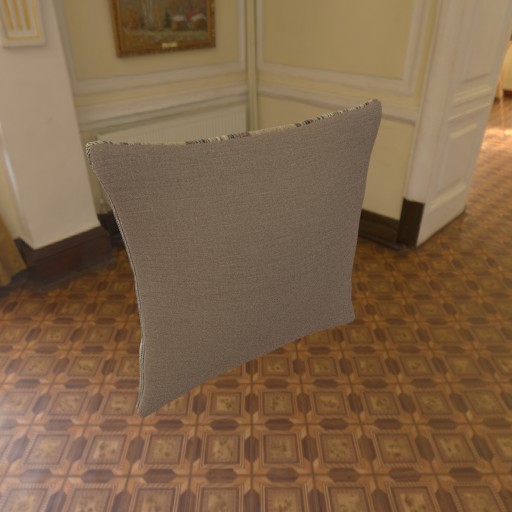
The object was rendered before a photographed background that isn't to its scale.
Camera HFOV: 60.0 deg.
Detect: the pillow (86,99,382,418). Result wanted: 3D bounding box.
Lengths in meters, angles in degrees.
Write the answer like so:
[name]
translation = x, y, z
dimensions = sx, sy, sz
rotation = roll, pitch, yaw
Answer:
[pillow]
translation = 0.000, 0.000, 0.670
dimensions = 0.435, 0.416, 0.189
rotation = -18, 35, -28
